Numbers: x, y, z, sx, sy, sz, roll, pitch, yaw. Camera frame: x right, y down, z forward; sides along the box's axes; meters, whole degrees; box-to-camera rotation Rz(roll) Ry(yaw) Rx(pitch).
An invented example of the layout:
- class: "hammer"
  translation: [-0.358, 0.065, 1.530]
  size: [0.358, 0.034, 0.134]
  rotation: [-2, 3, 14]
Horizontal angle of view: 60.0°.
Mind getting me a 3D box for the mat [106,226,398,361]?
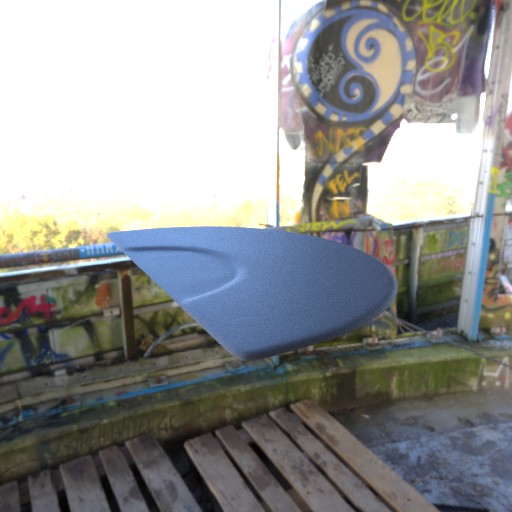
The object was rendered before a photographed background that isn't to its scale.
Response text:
- class: "mat"
  translation: [0.000, 0.000, 1.815]
  size: [0.917, 0.016, 1.525]
  rotation: [-8, 17, -28]
